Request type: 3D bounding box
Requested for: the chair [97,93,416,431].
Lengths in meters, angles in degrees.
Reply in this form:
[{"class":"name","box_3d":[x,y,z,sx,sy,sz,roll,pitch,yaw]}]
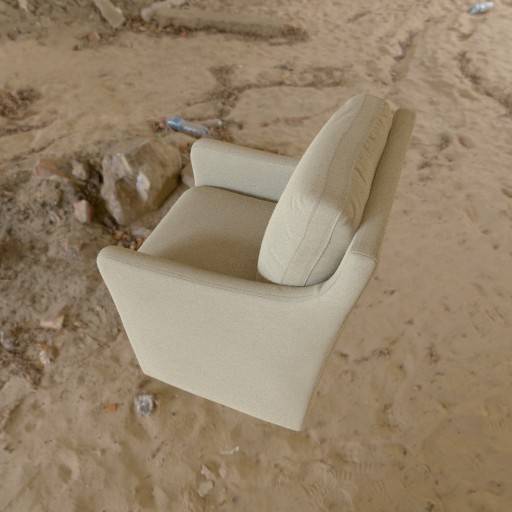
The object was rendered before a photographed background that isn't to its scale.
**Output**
[{"class":"chair","box_3d":[0.000,0.000,1.354,0.694,0.914,0.626,16,49,14]}]
